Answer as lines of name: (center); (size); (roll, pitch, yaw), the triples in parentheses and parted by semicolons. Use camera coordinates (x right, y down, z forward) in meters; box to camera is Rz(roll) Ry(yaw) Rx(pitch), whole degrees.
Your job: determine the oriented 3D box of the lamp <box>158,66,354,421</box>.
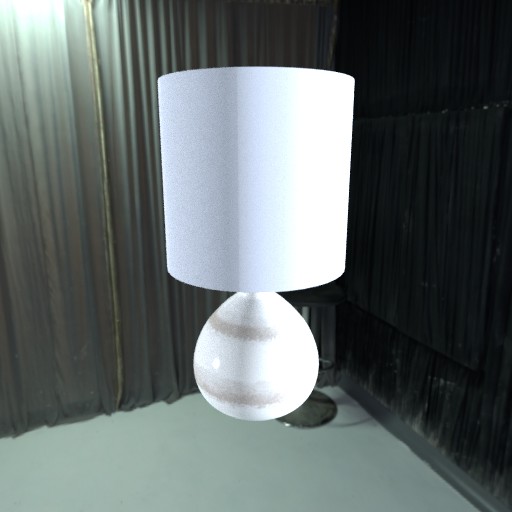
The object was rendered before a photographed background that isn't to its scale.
lamp: (0.000, 0.000, 0.549); (0.217, 0.404, 0.217); (-7, 16, -26)
